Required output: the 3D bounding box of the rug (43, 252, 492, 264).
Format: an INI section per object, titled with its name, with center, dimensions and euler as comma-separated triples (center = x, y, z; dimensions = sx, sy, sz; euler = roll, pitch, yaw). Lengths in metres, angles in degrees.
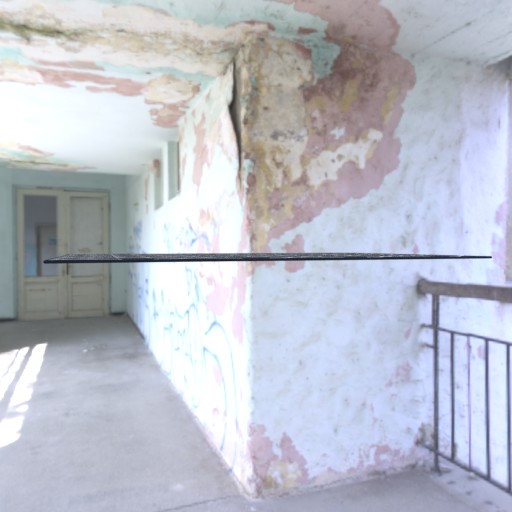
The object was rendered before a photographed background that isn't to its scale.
[rug]
center = 0.000, 0.000, 2.812
dimensions = 2.290, 0.014, 1.526
euler = 0, 1, -20
